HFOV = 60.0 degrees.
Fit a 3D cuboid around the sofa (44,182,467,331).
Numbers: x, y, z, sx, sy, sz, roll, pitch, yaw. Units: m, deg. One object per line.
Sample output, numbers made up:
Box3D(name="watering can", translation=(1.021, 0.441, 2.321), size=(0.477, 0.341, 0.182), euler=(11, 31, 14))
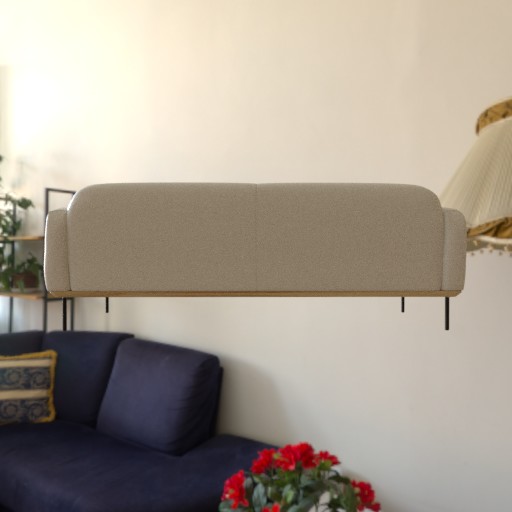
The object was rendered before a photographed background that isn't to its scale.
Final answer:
Box3D(name="sofa", translation=(0.000, 0.000, 2.671), size=(2.257, 0.780, 0.880), euler=(0, 1, -1))
